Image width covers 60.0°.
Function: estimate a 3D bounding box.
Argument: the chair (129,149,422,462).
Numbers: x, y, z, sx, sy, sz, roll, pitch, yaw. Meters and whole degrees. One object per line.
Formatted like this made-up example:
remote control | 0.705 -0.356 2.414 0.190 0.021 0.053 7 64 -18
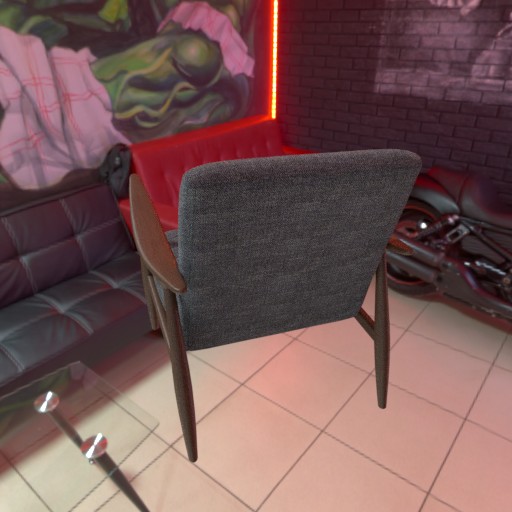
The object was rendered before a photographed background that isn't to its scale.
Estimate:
chair | 0.000 0.000 1.437 0.741 0.832 0.798 -9 29 -16
